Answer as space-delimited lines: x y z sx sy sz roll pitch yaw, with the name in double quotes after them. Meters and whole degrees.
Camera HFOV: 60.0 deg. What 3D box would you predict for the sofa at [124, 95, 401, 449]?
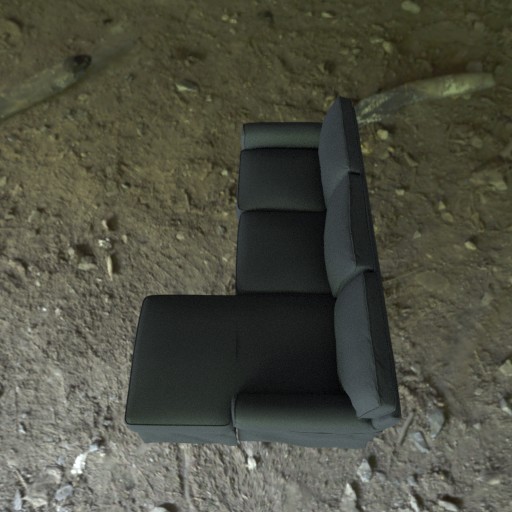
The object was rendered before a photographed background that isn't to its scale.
0.000 0.000 3.304 1.637 1.039 2.518 0 59 0 "sofa"
